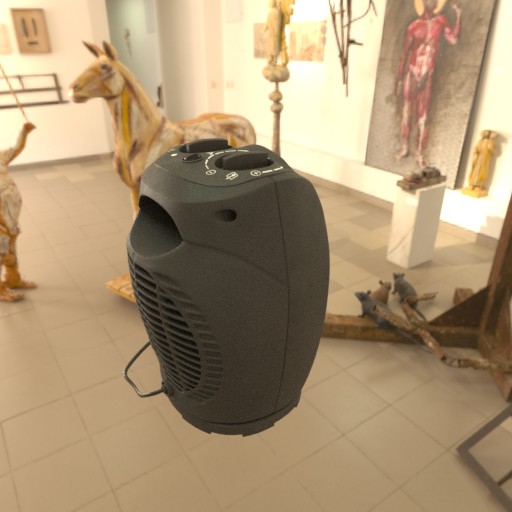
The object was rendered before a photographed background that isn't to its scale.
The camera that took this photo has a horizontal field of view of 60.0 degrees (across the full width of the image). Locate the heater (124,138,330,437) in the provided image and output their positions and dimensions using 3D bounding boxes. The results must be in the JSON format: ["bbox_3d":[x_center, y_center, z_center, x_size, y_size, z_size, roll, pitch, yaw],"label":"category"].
[{"bbox_3d":[0.000,0.000,0.472,0.291,0.255,0.239,-17,31,-31],"label":"heater"}]
